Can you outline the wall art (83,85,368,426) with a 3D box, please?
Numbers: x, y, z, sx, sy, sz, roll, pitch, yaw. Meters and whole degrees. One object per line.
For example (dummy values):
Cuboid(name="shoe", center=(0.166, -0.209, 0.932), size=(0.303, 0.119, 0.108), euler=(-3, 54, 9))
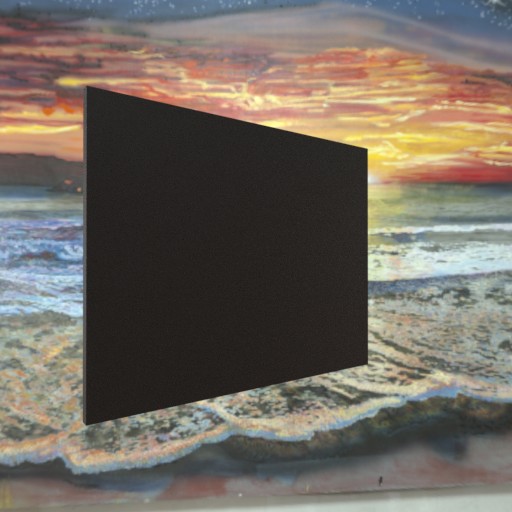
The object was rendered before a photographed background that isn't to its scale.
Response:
Cuboid(name="wall art", center=(0.000, 0.000, 1.613), size=(1.207, 0.952, 0.034), euler=(0, 0, -37))
